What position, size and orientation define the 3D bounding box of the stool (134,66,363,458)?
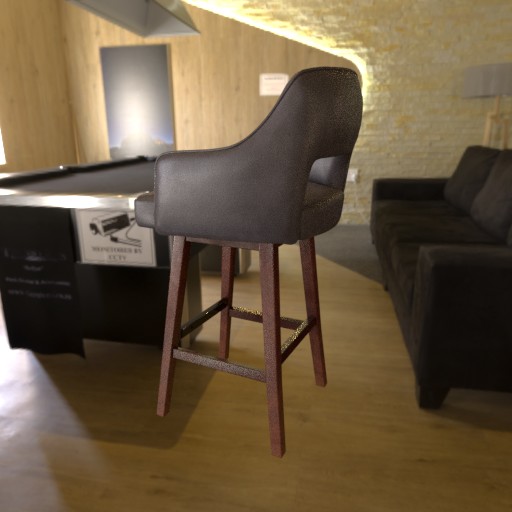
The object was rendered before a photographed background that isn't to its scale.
[{"bbox_3d":[0.000,0.000,1.368,0.560,1.041,0.550,8,18,25],"label":"stool"}]
